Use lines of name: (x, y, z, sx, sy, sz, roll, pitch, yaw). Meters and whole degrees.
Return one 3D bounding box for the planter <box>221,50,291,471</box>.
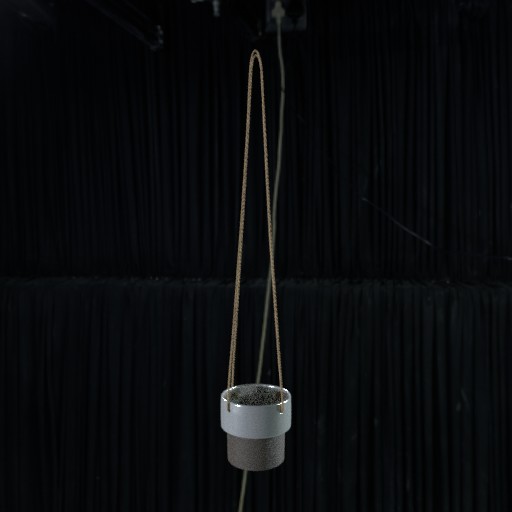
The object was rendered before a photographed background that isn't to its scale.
planter: (0.000, 0.000, 1.177, 0.187, 1.073, 0.187, 0, 1, 2)
